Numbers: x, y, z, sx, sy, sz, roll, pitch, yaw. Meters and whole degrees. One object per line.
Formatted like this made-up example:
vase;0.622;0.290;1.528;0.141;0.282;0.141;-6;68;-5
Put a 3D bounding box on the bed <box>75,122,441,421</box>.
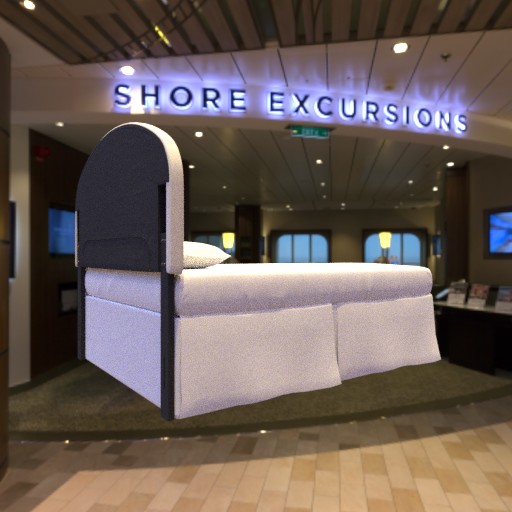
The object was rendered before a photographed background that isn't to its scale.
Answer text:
bed;0.000;0.000;3.048;2.005;1.410;1.607;0;0;-36
